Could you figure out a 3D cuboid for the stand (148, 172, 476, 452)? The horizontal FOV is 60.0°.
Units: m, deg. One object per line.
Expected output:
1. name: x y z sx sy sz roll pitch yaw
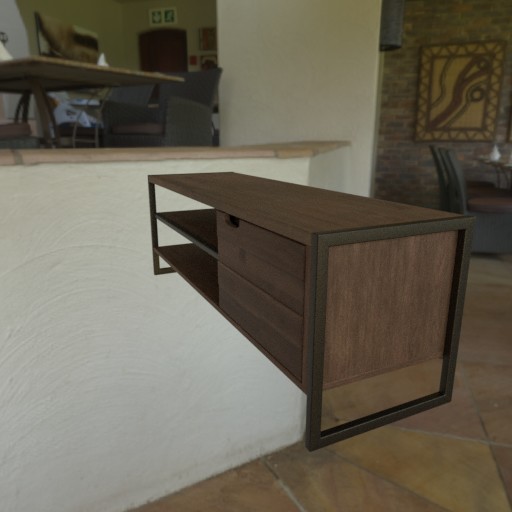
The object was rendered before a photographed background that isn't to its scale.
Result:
1. stand: 0.000 0.000 1.674 0.454 0.506 1.480 -7 17 -25
